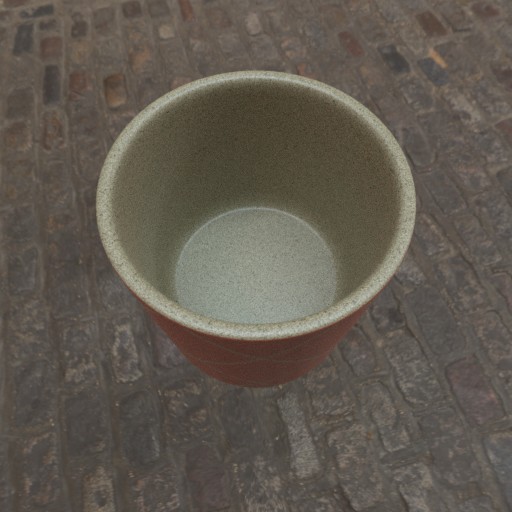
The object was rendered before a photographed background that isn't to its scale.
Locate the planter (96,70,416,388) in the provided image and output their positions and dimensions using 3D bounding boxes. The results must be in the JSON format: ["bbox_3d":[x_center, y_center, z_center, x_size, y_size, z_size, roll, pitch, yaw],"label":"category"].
[{"bbox_3d":[0.000,0.000,0.355,0.191,0.200,0.191,0,64,0],"label":"planter"}]
